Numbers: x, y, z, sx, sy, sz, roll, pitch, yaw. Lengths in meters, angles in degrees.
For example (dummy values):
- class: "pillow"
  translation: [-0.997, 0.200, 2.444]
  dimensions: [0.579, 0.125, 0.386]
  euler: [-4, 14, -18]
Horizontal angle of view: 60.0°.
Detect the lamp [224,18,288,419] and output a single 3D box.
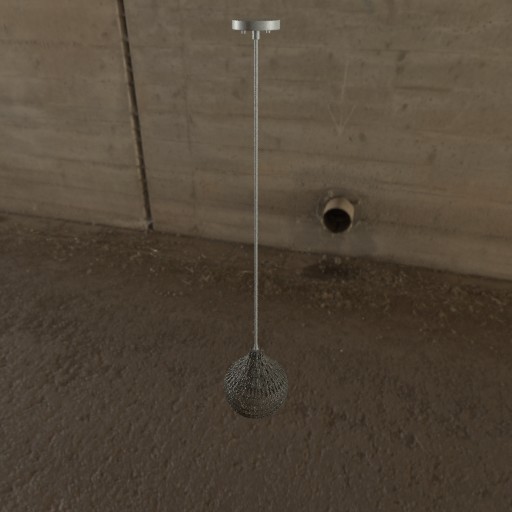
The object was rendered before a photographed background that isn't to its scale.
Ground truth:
- class: "lamp"
  translation: [0.000, 0.000, 2.037]
  dimensions: [0.355, 1.919, 0.355]
  euler: [-9, 32, -15]
